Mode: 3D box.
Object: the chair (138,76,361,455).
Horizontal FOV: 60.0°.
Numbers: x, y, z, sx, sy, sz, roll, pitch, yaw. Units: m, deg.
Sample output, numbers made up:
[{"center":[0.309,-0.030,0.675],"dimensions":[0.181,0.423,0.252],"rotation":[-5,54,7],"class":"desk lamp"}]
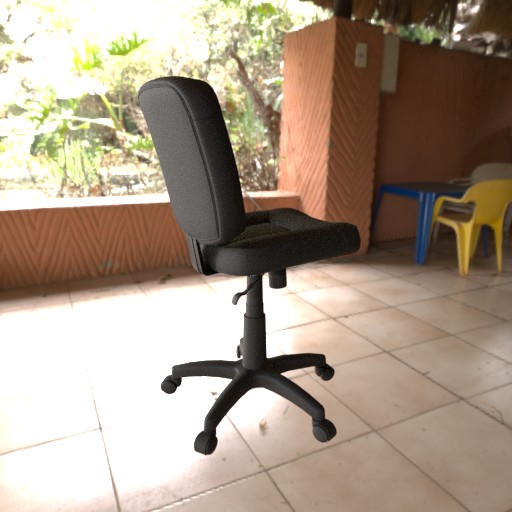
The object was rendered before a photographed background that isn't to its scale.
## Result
[{"center":[0.000,0.000,1.341],"dimensions":[0.610,0.972,0.610],"rotation":[-7,17,-26],"class":"chair"}]
